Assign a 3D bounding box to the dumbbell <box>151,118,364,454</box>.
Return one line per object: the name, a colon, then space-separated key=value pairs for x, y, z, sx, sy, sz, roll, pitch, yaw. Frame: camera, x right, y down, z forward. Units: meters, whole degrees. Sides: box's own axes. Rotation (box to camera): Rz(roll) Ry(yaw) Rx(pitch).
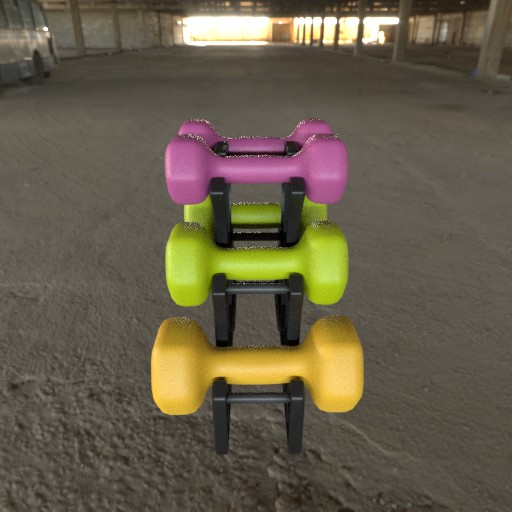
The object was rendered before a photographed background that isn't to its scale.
dumbbell: x=0.000 y=0.000 z=0.479 sx=0.190 sy=0.271 sz=0.300 roll=0 pitch=27 yaw=-1
